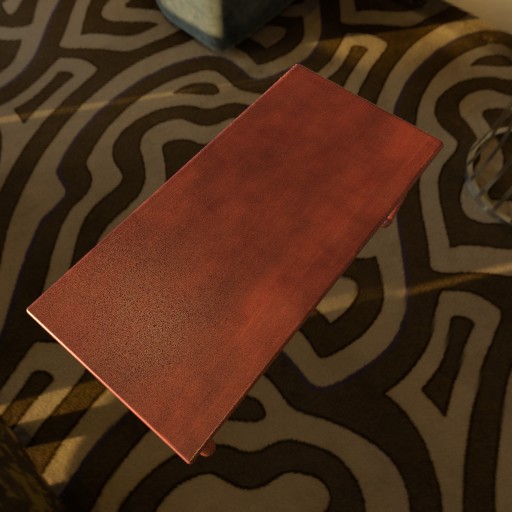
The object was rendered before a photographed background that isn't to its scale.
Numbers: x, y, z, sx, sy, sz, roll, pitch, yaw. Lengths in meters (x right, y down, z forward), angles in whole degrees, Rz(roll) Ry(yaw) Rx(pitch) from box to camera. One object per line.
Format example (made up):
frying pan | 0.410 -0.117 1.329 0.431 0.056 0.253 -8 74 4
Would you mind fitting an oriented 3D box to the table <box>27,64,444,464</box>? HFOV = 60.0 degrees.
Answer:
table | 0.000 0.000 1.465 0.580 0.485 1.171 36 68 17
